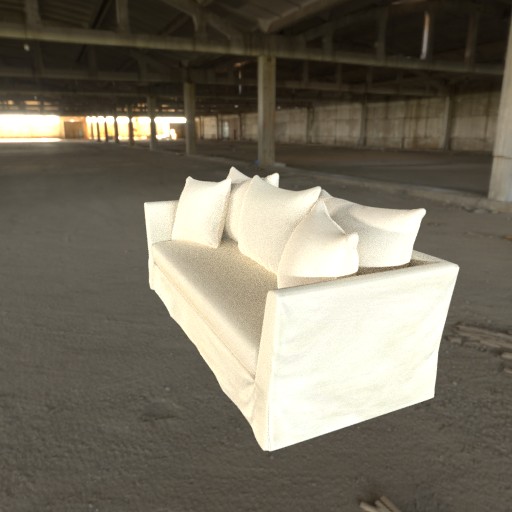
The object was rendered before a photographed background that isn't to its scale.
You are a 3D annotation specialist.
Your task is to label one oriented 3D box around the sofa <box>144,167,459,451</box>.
[{"bbox_3d":[0.000,0.000,3.021,1.030,1.042,2.484,-7,17,-24],"label":"sofa"}]
